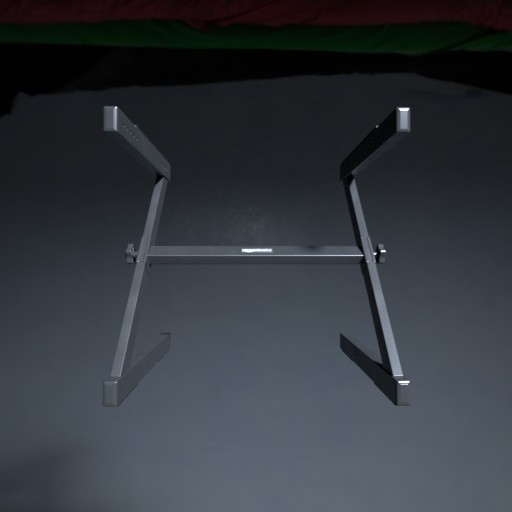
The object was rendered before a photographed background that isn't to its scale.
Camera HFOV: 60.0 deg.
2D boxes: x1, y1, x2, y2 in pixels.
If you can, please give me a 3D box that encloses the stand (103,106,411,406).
[{"bbox_3d":[0.000,0.000,1.187,0.700,0.617,0.586,0,0,0],"label":"stand"}]
